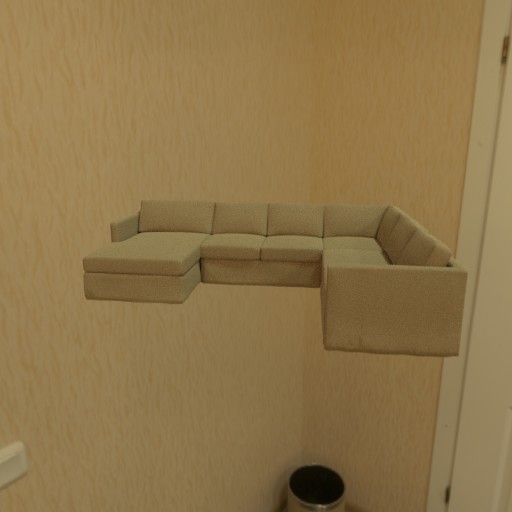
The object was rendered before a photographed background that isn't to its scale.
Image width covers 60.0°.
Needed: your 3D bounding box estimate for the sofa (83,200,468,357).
[{"bbox_3d":[0.000,0.000,4.669,3.528,0.878,2.476,2,15,7],"label":"sofa"}]
